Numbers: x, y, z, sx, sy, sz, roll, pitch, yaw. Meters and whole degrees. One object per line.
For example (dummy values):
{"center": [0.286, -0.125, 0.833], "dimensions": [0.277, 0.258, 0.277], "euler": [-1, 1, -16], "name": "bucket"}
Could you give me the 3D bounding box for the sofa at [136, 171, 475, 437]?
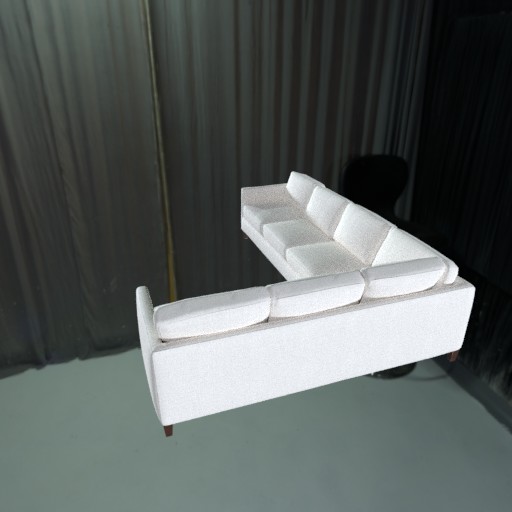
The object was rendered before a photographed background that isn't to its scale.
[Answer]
{"center": [0.000, 0.000, 4.608], "dimensions": [2.593, 0.947, 3.302], "euler": [-9, 26, -18], "name": "sofa"}
